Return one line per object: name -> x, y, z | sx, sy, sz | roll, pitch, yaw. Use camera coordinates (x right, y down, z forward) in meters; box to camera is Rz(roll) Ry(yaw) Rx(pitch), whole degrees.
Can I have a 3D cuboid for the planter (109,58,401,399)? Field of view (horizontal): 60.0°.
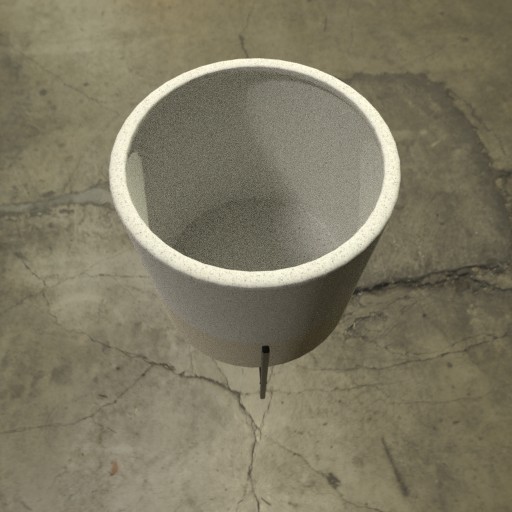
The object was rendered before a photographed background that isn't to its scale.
planter -> 0.000, 0.000, 0.653 | 0.313, 0.423, 0.335 | -4, 62, -2
